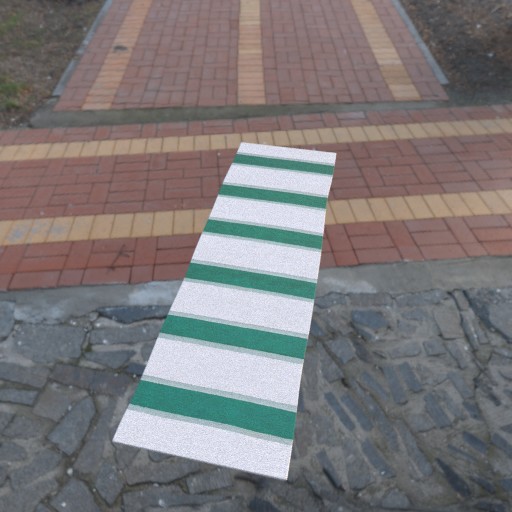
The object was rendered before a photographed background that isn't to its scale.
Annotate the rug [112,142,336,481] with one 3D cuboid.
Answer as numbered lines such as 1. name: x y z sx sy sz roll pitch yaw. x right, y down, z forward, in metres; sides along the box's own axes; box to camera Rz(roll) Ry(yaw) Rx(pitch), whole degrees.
1. rug: 0.000 0.000 2.685 0.768 0.012 2.438 9 46 8
